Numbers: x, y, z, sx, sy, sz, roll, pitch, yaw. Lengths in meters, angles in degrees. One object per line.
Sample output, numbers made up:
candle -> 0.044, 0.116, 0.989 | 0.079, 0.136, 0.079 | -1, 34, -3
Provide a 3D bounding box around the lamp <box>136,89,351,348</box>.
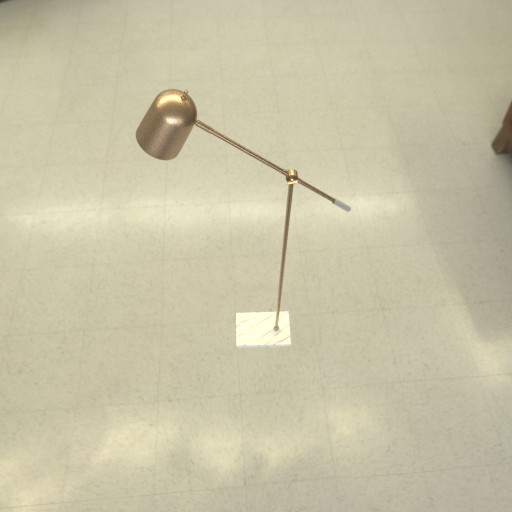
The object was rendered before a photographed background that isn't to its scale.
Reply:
lamp -> 0.000, 0.000, 1.776 | 0.653, 1.594, 0.194 | -2, 59, -1
